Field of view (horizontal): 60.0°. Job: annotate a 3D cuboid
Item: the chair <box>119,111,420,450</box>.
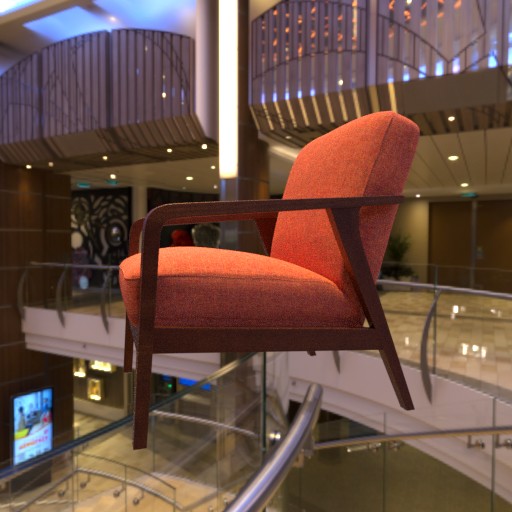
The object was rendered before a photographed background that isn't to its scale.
[{"bbox_3d":[0.000,0.000,1.472,0.860,0.890,0.719,-1,2,-19],"label":"chair"}]
